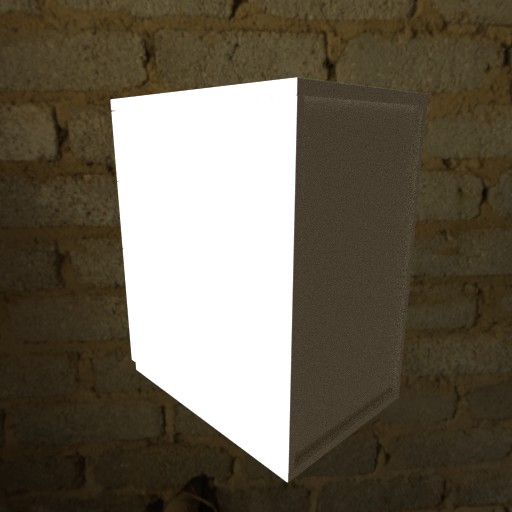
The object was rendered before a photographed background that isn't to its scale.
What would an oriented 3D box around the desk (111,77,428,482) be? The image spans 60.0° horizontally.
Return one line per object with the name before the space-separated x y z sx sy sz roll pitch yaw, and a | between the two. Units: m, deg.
desk | 0.000 0.000 1.079 0.404 0.730 0.600 -14 21 -41
